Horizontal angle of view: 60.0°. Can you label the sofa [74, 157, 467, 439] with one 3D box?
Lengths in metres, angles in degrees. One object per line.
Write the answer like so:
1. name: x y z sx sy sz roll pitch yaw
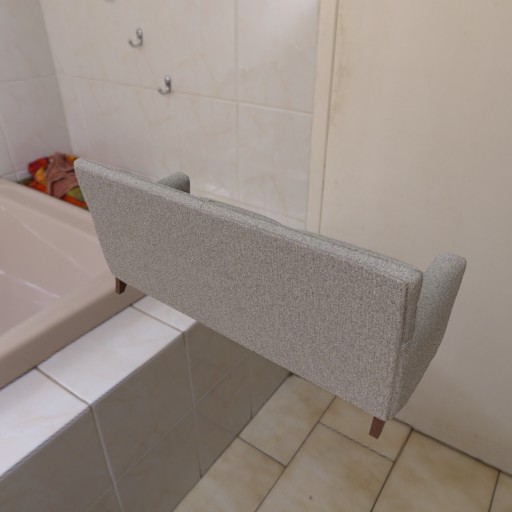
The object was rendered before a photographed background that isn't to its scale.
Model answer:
1. sofa: 0.000 0.000 2.500 2.026 0.942 0.854 21 37 31
